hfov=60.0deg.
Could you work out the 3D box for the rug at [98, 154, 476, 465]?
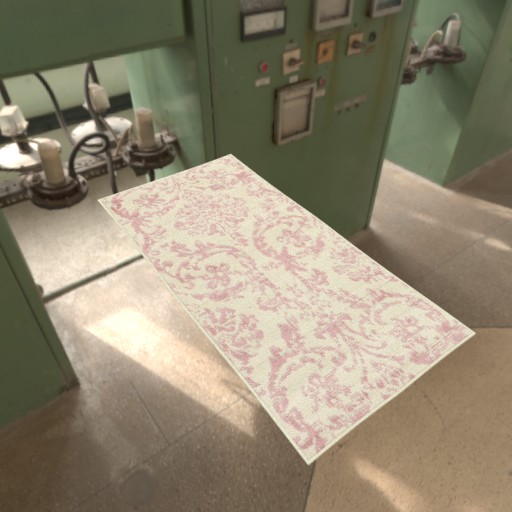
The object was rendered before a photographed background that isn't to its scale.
[{"bbox_3d":[0.000,0.000,1.447,0.604,0.007,1.219,-26,48,-26],"label":"rug"}]
